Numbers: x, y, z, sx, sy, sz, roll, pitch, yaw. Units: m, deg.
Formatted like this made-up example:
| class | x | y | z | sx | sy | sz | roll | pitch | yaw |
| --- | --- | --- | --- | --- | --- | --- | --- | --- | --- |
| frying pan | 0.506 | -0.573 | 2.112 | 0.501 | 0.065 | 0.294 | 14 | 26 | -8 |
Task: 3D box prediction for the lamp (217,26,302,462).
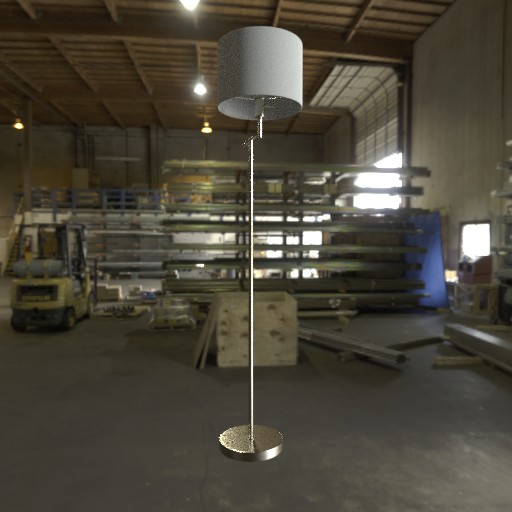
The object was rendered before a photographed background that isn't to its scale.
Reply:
| class | x | y | z | sx | sy | sz | roll | pitch | yaw |
| --- | --- | --- | --- | --- | --- | --- | --- | --- | --- |
| lamp | 0.000 | 0.000 | 1.758 | 0.324 | 1.600 | 0.416 | -1 | 2 | -18 |
